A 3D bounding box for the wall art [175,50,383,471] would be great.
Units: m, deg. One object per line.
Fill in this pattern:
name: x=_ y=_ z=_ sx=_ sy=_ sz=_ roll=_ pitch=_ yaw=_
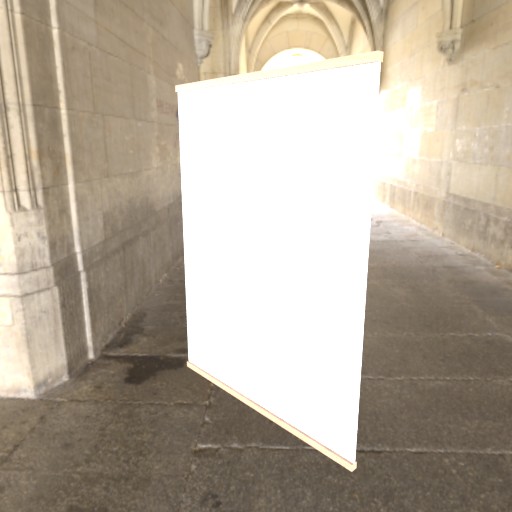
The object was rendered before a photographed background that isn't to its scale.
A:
wall art: x=0.000 y=0.000 z=0.787 sx=0.012 sy=0.608 sz=0.459 roll=-13 pitch=19 yaw=-41
